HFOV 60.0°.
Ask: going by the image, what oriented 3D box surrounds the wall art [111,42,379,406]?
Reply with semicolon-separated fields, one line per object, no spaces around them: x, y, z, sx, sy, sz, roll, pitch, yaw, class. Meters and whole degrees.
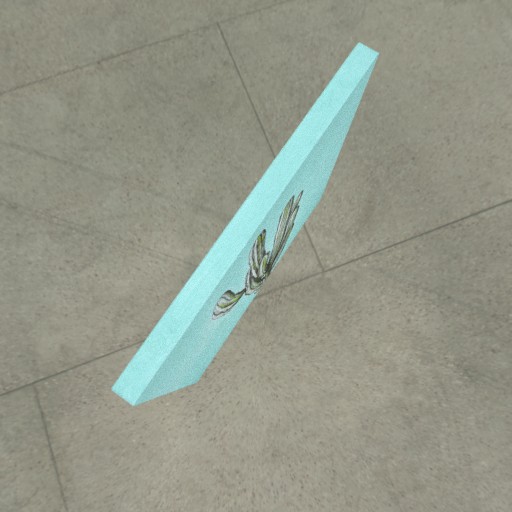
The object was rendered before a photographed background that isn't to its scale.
0.000;0.000;1.139;0.054;0.766;0.765;33;79;7;wall art
